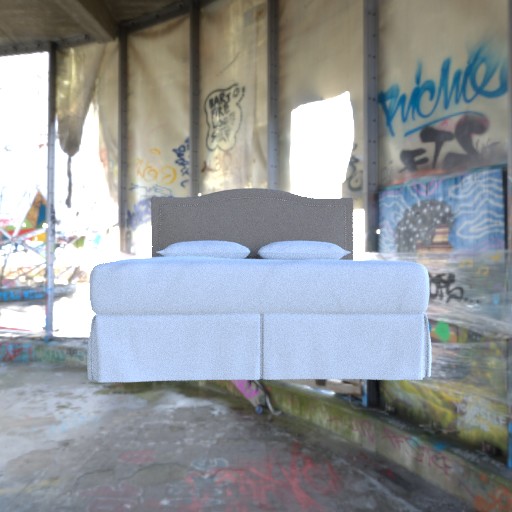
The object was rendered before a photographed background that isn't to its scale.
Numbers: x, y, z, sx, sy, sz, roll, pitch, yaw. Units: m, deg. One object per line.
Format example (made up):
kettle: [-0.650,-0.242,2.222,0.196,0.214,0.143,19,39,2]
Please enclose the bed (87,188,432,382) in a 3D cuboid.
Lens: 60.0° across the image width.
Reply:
bed: [0.000,0.000,3.537,2.083,1.421,2.182,0,-1,-2]
